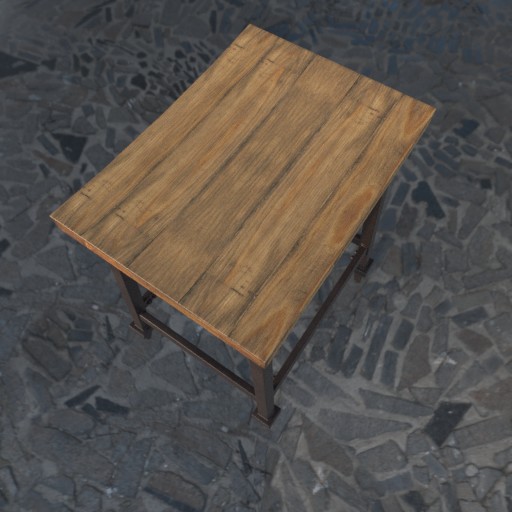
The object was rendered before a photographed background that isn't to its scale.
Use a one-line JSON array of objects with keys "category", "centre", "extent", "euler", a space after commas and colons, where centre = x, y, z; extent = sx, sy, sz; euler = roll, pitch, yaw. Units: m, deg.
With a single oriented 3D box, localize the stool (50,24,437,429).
[{"category": "stool", "centre": [0.000, 0.000, 0.912], "extent": [0.405, 0.625, 0.486], "euler": [32, 68, 15]}]
